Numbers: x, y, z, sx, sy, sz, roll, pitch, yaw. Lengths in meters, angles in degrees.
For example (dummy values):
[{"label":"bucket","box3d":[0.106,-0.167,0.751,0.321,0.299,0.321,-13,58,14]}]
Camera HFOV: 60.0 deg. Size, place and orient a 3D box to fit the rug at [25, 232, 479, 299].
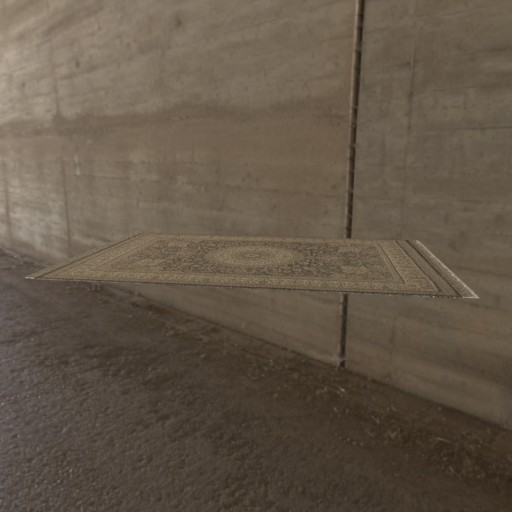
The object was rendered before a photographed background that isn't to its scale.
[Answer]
[{"label":"rug","box3d":[0.000,0.000,3.066,2.440,0.010,1.528,2,13,9]}]
